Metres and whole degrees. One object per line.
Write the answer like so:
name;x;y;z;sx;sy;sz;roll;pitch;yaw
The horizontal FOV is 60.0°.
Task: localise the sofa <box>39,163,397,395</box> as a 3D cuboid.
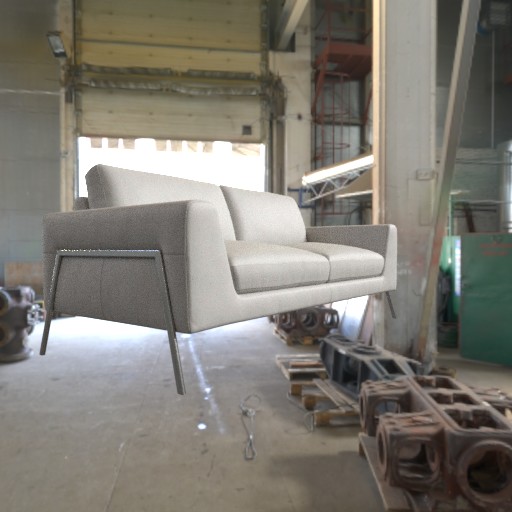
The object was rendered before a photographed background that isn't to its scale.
sofa;0.000;0.000;2.517;0.953;0.875;2.017;1;1;37
